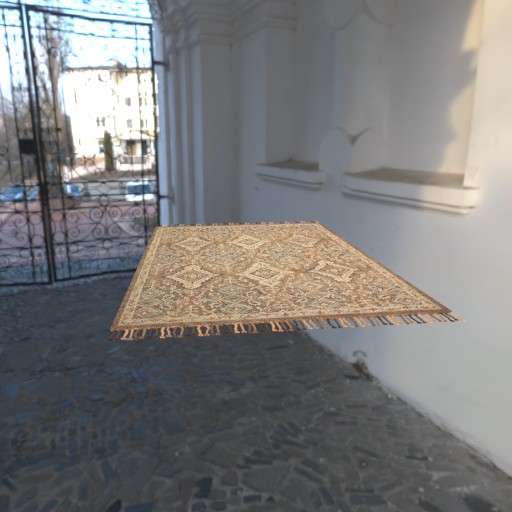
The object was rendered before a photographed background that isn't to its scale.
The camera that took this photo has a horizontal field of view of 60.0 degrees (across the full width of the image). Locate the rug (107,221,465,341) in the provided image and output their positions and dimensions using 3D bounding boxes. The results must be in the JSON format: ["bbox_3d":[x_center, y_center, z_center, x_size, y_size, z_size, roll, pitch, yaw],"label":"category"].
[{"bbox_3d":[0.000,0.000,2.997,1.516,0.010,2.434,-2,15,-7],"label":"rug"}]
